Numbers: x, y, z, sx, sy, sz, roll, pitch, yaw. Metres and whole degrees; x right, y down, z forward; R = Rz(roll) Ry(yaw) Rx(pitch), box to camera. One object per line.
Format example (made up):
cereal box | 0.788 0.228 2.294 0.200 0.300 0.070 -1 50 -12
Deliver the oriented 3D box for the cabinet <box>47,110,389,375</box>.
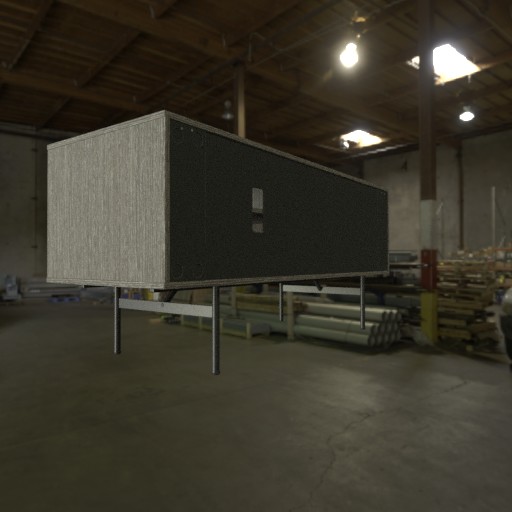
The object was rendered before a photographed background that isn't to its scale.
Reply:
cabinet | 0.000 0.000 1.593 0.500 0.599 1.300 0 -1 37
